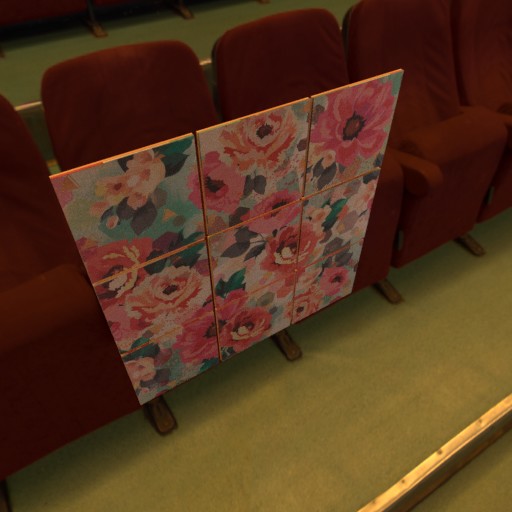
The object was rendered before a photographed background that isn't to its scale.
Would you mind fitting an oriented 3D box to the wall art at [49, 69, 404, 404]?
[{"bbox_3d":[0.000,0.000,1.323,0.911,0.910,0.012,-24,50,-22],"label":"wall art"}]
